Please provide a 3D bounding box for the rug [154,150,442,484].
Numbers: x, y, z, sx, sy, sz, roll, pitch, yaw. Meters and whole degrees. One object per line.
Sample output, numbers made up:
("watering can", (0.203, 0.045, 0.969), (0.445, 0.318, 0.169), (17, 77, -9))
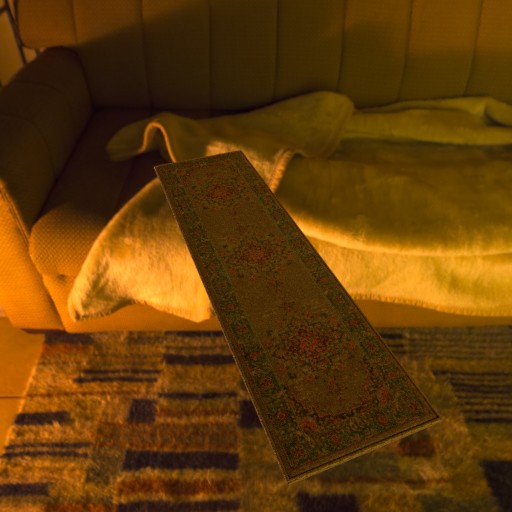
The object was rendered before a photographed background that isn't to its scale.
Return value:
("rug", (0.000, 0.000, 2.419), (0.659, 0.019, 2.297), (-15, 44, -16))
